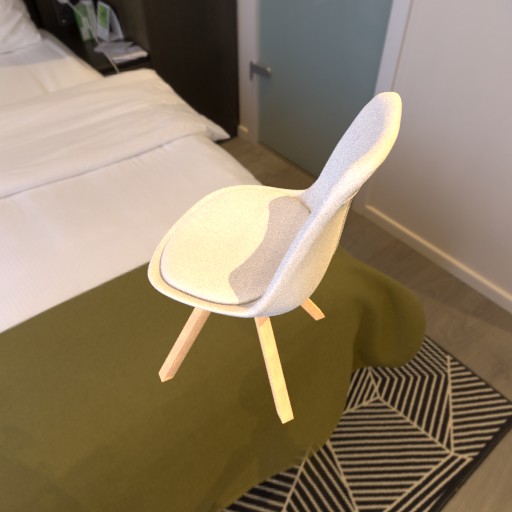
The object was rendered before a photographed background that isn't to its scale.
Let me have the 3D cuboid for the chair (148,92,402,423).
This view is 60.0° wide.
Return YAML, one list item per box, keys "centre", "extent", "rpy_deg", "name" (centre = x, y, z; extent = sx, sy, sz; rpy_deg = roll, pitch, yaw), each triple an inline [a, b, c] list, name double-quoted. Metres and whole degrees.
- centre: [0.000, 0.000, 1.166]
  extent: [0.549, 0.863, 0.474]
  rpy_deg: [15, 47, 14]
  name: "chair"
